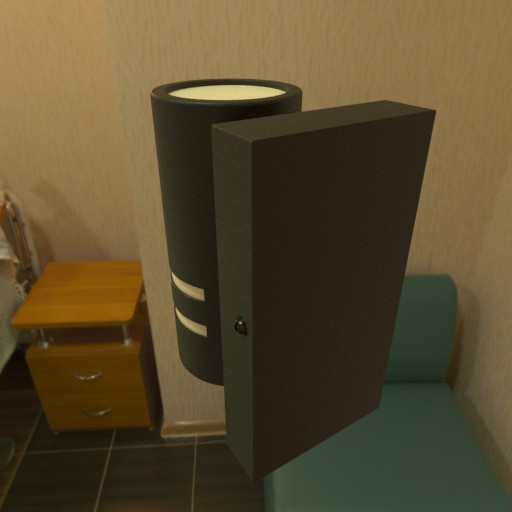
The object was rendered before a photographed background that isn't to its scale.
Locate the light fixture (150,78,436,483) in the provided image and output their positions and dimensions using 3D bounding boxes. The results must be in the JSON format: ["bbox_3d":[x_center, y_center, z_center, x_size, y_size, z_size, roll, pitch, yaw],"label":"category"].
[{"bbox_3d":[0.000,0.000,0.259,0.098,0.179,0.138,-18,34,-28],"label":"light fixture"}]
